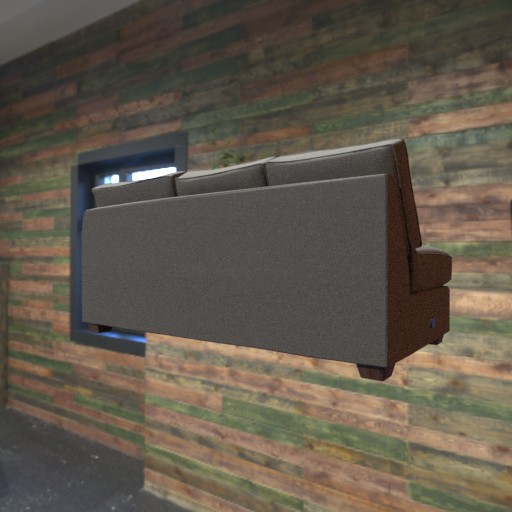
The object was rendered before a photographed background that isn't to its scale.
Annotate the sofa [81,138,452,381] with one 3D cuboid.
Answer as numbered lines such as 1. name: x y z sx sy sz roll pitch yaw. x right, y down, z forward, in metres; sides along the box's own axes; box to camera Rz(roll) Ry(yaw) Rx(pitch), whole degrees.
1. sofa: 0.000 0.000 2.586 1.963 0.946 1.034 0 0 36
